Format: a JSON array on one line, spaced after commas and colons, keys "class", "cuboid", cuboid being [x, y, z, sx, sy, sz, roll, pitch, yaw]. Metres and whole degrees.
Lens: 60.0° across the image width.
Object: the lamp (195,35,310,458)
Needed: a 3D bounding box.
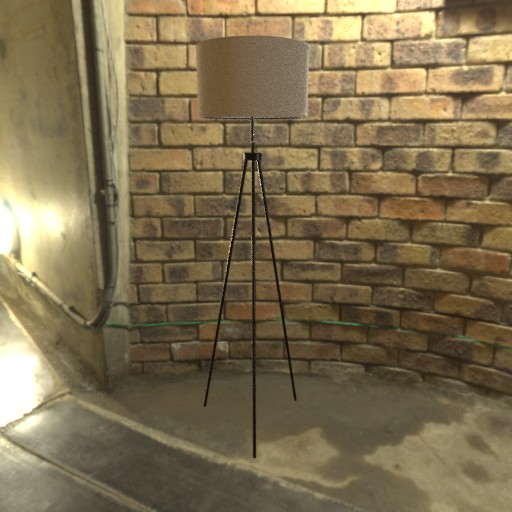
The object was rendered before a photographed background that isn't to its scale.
[{"class": "lamp", "cuboid": [0.000, 0.000, 1.779, 0.448, 1.545, 0.458, -3, 16, -10]}]
